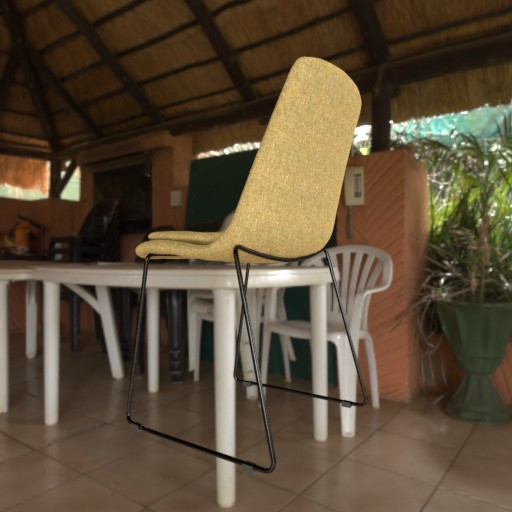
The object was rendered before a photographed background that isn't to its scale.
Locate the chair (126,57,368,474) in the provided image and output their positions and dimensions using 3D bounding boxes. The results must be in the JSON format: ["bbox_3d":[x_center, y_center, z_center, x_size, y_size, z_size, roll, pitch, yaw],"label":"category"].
[{"bbox_3d":[0.000,0.000,1.151,0.496,0.849,0.479,0,0,36],"label":"chair"}]
